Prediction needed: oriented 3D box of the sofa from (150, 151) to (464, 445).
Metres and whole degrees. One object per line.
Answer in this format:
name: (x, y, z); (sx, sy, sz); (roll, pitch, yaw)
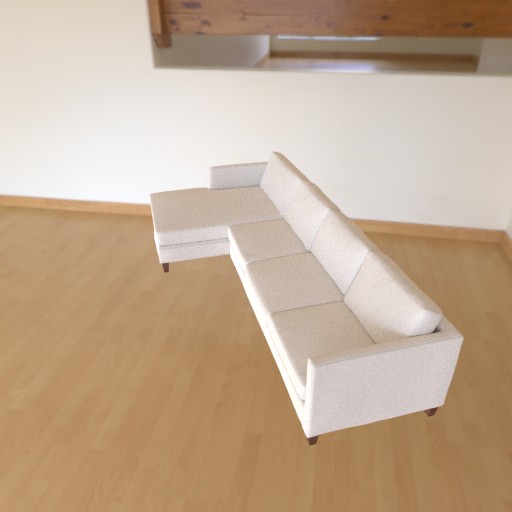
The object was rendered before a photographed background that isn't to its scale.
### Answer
sofa: (0.000, 0.000, 3.779); (1.625, 0.846, 3.186); (-8, 32, -13)
